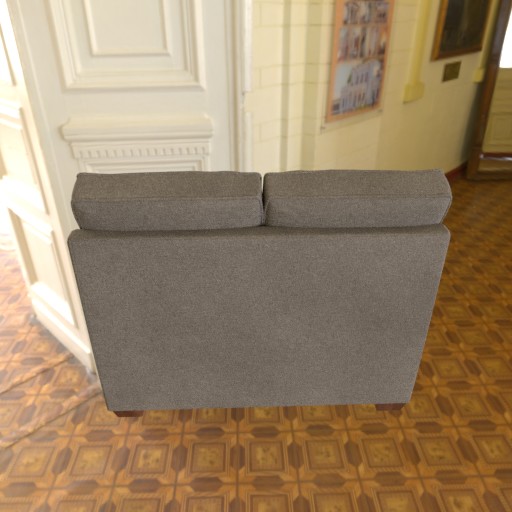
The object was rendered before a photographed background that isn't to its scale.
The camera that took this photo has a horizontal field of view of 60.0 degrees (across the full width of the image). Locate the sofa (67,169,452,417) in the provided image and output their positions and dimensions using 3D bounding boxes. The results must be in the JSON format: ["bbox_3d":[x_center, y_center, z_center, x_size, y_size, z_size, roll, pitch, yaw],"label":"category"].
[{"bbox_3d":[0.000,0.000,1.968,1.237,1.008,0.951,-1,29,-2],"label":"sofa"}]
